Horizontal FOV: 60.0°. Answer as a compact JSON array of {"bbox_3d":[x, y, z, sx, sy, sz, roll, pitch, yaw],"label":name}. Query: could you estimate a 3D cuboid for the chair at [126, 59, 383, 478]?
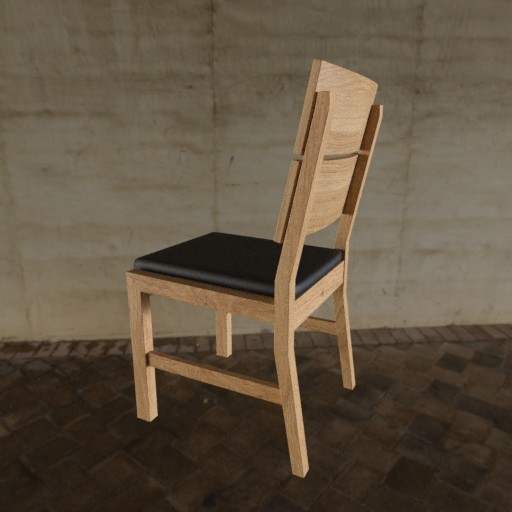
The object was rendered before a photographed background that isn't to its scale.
[{"bbox_3d":[0.000,0.000,1.277,0.569,0.950,0.475,8,17,26],"label":"chair"}]
